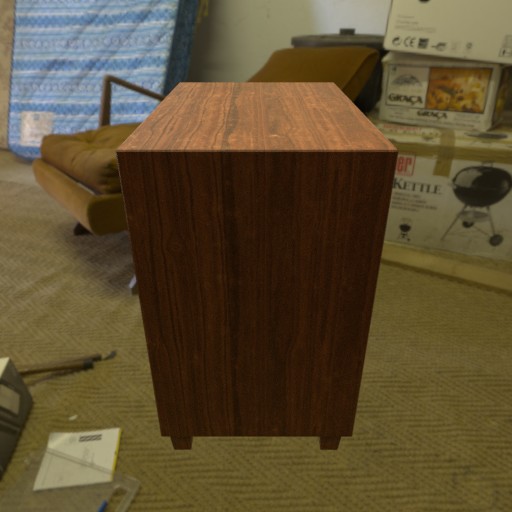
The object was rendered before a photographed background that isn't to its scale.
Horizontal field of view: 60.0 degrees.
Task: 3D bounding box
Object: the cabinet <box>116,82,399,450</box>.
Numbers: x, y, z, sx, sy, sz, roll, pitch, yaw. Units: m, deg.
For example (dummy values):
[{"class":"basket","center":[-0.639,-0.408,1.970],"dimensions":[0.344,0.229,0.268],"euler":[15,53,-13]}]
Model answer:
[{"class":"cabinet","center":[0.000,0.000,1.065],"dimensions":[0.410,0.695,0.607],"euler":[0,30,0]}]
